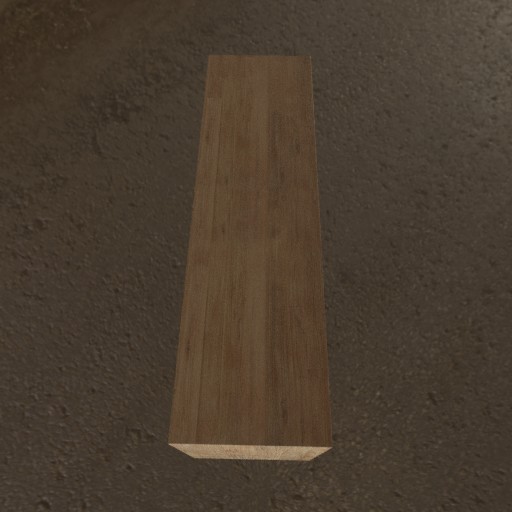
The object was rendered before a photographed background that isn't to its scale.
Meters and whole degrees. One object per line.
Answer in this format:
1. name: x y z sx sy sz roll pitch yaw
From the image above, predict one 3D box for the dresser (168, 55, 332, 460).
1. dresser: 0.000 0.000 1.945 0.455 0.788 1.602 1 62 1
